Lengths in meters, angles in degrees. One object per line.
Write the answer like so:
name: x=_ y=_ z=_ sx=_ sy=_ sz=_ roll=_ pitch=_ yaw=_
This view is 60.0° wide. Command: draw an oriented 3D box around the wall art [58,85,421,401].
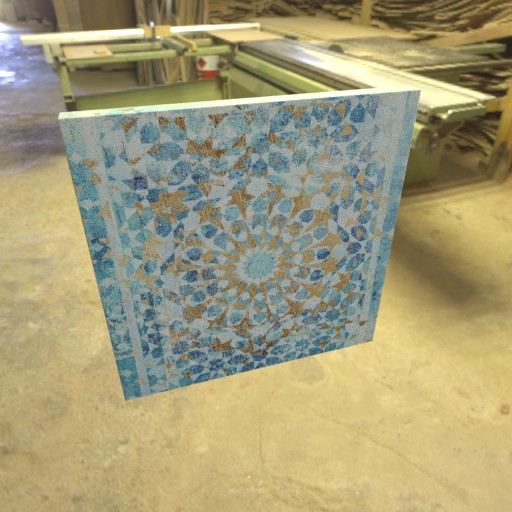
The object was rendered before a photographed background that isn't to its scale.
wall art: x=0.000 y=0.000 z=0.893 sx=0.609 sy=0.609 sz=0.040 roll=-10 pitch=34 yaw=-15
